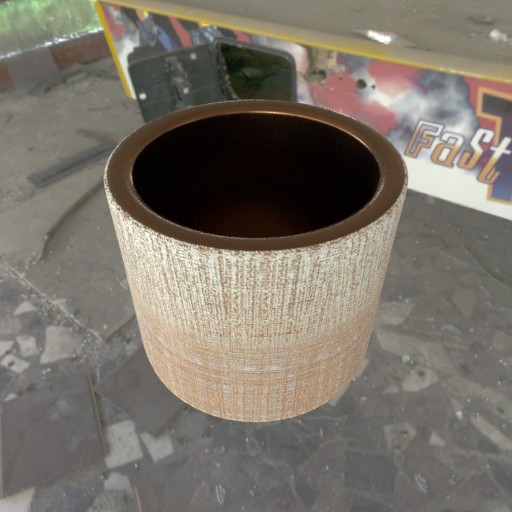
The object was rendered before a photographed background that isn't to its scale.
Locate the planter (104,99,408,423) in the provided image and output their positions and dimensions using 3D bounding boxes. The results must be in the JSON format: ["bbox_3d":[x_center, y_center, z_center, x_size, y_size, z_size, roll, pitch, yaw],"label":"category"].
[{"bbox_3d":[0.000,0.000,0.191,0.109,0.096,0.109,0,41,0],"label":"planter"}]
